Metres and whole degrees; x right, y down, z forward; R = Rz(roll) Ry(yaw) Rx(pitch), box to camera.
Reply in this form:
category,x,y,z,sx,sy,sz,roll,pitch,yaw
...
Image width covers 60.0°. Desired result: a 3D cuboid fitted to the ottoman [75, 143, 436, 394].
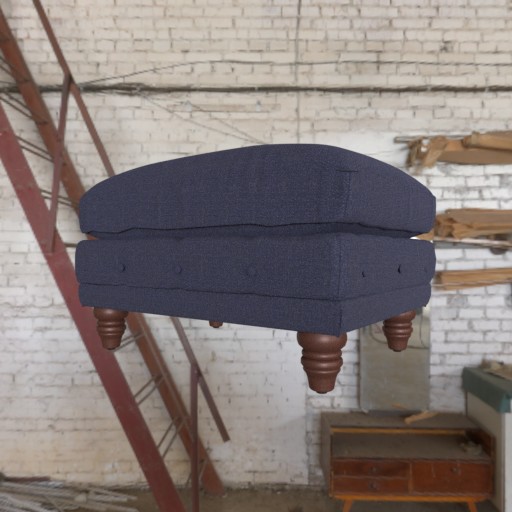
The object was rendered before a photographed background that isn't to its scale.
category,x,y,z,sx,sy,sz,roll,pitch,yaw
ottoman,0.000,0.000,1.141,0.767,0.486,0.558,0,0,36
